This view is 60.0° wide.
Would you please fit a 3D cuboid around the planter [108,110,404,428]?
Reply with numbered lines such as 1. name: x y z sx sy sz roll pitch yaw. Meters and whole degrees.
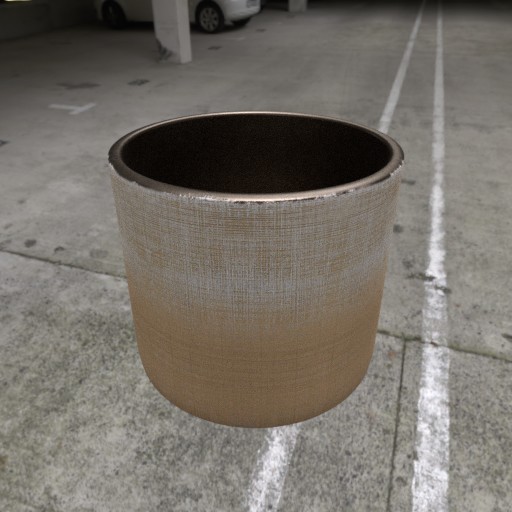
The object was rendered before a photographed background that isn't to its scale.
1. planter: 0.000 0.000 0.386 0.221 0.201 0.221 0 31 0
